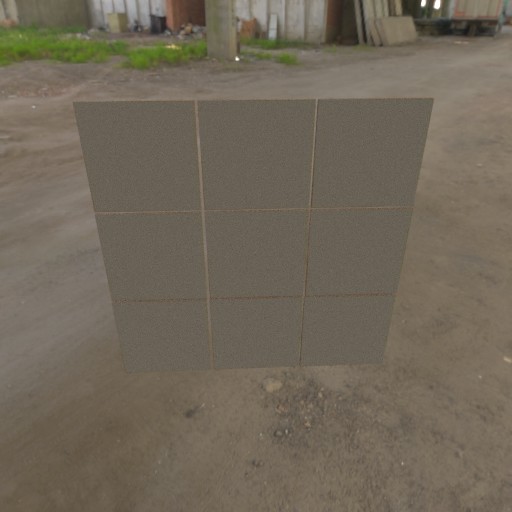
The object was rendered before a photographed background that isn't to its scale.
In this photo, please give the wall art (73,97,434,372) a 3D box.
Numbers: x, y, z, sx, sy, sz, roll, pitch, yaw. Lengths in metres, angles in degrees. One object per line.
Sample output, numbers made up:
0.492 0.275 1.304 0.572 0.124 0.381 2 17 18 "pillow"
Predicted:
0.000 0.000 1.356 0.919 0.917 0.010 -1 30 -3 "wall art"
